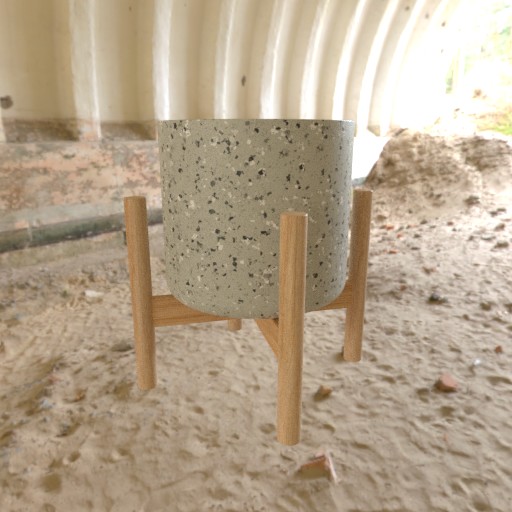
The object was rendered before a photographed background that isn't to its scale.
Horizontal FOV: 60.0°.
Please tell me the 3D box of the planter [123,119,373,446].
[{"bbox_3d":[0.000,0.000,0.552,0.284,0.320,0.284,2,16,8],"label":"planter"}]
